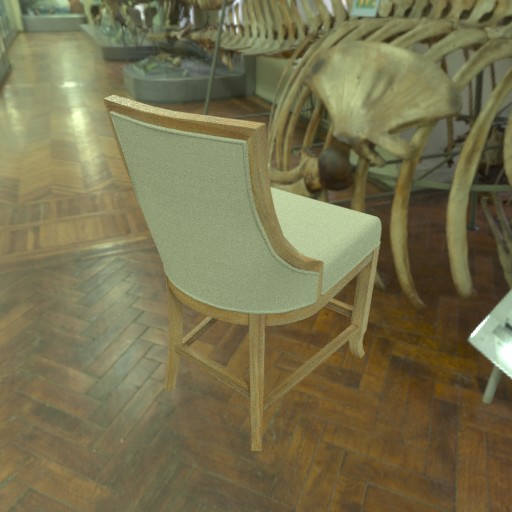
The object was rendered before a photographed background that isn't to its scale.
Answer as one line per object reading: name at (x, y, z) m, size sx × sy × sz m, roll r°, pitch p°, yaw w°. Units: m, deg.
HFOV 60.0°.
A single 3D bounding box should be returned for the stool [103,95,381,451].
stool at (0.000, 0.000, 1.311) m, size 0.524 × 0.938 × 0.626 m, roll 21°, pitch 36°, yaw 32°
